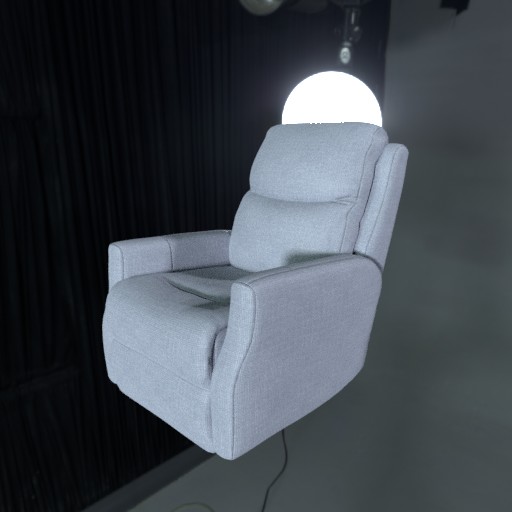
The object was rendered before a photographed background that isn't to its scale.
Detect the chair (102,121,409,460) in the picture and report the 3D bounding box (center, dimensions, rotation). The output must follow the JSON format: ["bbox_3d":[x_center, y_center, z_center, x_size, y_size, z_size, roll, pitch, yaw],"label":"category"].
[{"bbox_3d":[0.000,0.000,1.749,0.829,1.030,1.080,13,20,41],"label":"chair"}]
